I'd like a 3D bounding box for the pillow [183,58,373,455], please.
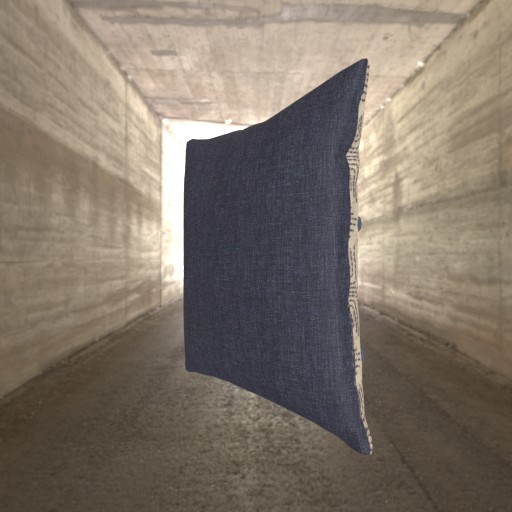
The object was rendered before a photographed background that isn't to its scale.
[{"bbox_3d":[0.000,0.000,0.773,0.145,0.510,0.510,0,0,-35],"label":"pillow"}]
